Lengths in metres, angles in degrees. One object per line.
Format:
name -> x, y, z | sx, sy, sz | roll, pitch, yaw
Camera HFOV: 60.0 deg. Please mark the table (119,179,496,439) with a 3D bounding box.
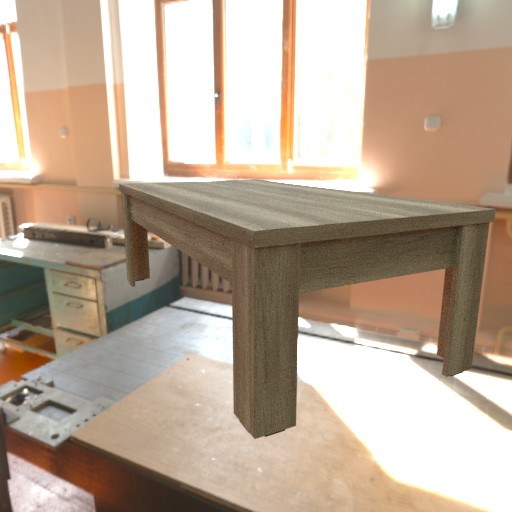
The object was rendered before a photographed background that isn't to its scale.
table -> 0.000, 0.000, 1.625 | 0.700, 0.460, 1.350 | -7, 15, -26
